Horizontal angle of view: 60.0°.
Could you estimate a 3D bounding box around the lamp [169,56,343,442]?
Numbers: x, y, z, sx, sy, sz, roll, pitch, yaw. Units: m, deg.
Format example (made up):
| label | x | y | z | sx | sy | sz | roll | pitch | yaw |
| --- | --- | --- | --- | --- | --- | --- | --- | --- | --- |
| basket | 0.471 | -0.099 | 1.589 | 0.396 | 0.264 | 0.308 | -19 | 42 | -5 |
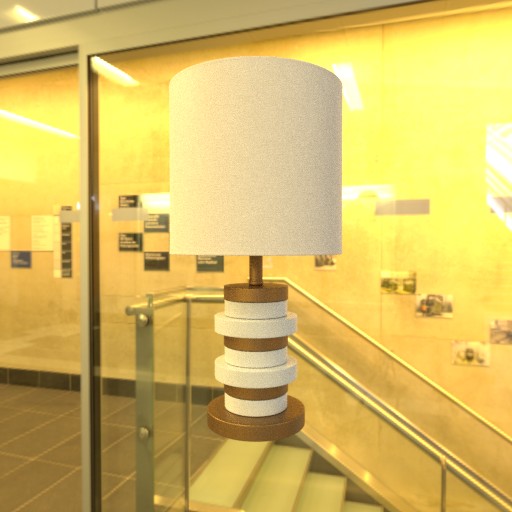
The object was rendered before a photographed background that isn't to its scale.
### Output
| label | x | y | z | sx | sy | sz | roll | pitch | yaw |
| --- | --- | --- | --- | --- | --- | --- | --- | --- | --- |
| lamp | 0.000 | 0.000 | 0.548 | 0.210 | 0.410 | 0.210 | 0 | 1 | -1 |
